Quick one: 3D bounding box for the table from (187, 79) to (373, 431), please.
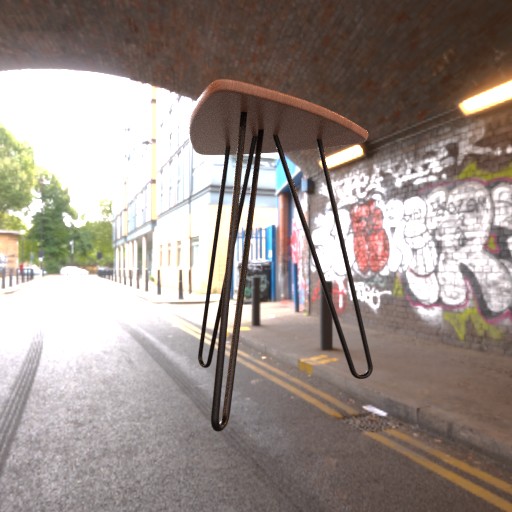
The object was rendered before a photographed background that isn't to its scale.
[{"bbox_3d":[0.000,0.000,0.903,0.442,0.564,0.455,0,-1,17],"label":"table"}]
